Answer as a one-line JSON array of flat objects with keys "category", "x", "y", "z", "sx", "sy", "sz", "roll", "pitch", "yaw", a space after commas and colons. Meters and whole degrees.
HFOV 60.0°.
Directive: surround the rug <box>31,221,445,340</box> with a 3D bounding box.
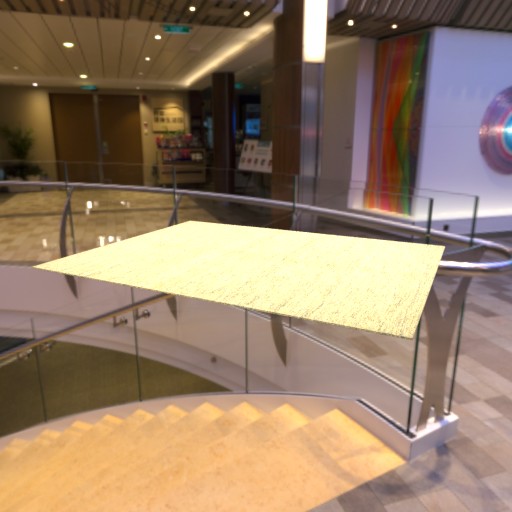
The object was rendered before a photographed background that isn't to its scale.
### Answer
[{"category": "rug", "x": 0.000, "y": 0.000, "z": 4.260, "sx": 3.201, "sy": 0.014, "sz": 2.437, "roll": 7, "pitch": 17, "yaw": 25}]
